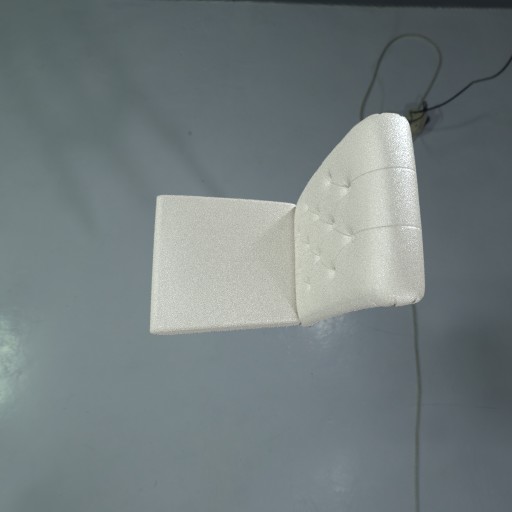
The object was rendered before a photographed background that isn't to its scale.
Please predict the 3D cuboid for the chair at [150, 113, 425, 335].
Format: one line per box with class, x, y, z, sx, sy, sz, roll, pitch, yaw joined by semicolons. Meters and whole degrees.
chair;0.000;0.000;1.362;0.671;1.006;0.456;0;77;0
